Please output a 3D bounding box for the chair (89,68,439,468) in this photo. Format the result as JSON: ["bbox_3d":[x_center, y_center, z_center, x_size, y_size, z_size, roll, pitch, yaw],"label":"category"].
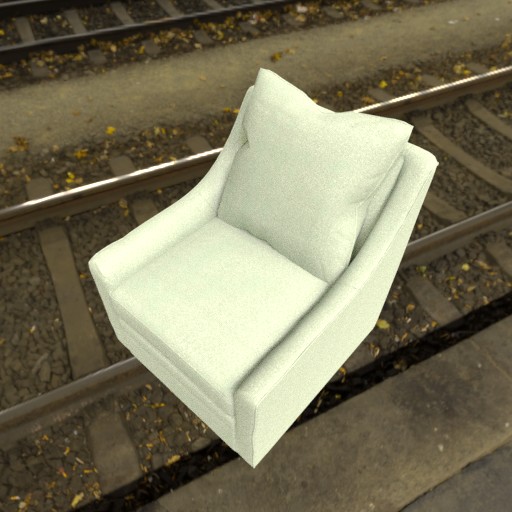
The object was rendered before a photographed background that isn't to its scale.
[{"bbox_3d":[0.000,0.000,1.548,0.760,0.926,0.870,33,55,27],"label":"chair"}]
